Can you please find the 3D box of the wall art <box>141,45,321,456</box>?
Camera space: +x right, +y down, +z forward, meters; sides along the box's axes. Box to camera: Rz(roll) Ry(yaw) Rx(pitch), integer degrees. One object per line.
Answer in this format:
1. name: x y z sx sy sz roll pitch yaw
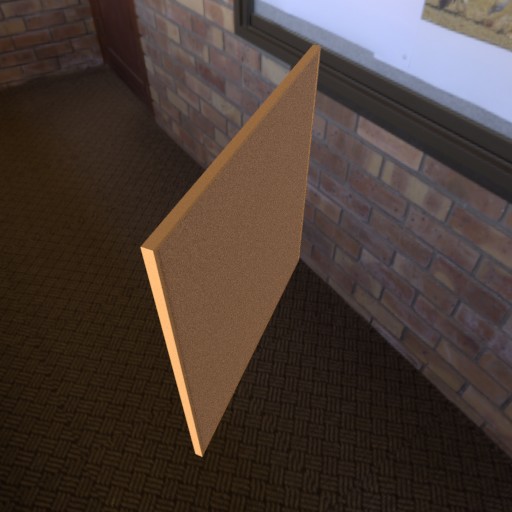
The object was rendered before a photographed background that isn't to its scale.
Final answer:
1. wall art: 0.000 0.000 0.669 0.013 0.455 0.457 17 49 16
